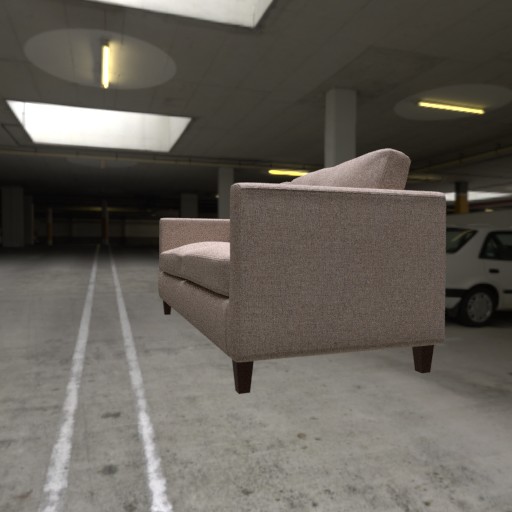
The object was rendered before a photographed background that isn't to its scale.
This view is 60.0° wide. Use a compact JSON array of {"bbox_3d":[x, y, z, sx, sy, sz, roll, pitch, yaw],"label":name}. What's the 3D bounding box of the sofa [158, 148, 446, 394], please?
[{"bbox_3d":[0.000,0.000,2.719,0.951,0.965,2.208,0,1,-19],"label":"sofa"}]
